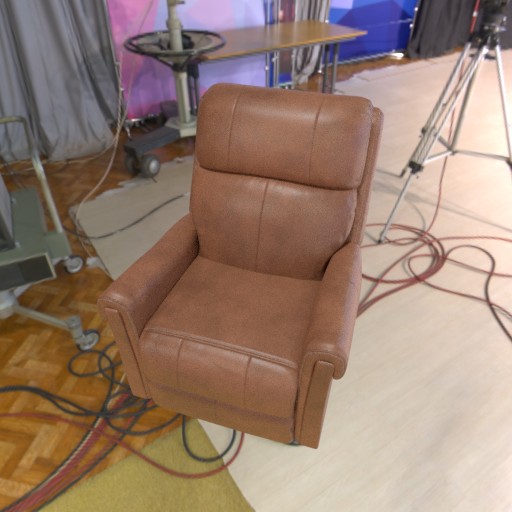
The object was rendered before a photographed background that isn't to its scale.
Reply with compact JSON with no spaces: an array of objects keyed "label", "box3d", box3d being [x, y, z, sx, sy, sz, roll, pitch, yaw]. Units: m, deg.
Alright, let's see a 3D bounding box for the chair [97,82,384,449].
[{"label":"chair","box3d":[0.000,0.000,1.737,0.838,1.054,1.014,11,41,13]}]
